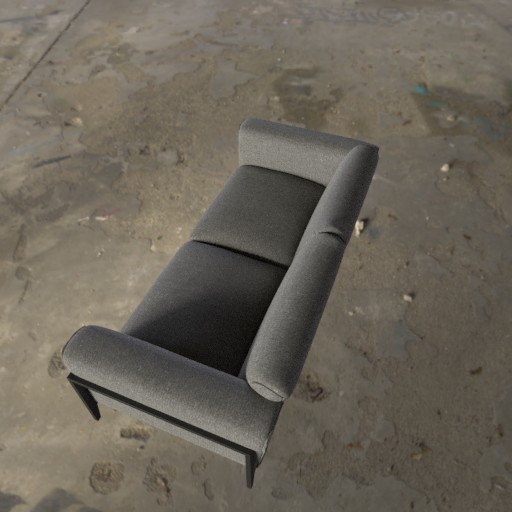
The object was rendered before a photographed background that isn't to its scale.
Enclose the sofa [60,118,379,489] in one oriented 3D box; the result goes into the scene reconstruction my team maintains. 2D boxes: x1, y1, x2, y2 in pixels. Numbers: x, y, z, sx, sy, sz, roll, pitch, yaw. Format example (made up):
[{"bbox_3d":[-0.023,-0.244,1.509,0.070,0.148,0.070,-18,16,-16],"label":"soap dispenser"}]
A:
[{"bbox_3d":[0.000,0.000,2.550,0.985,0.703,2.125,17,50,15],"label":"sofa"}]
